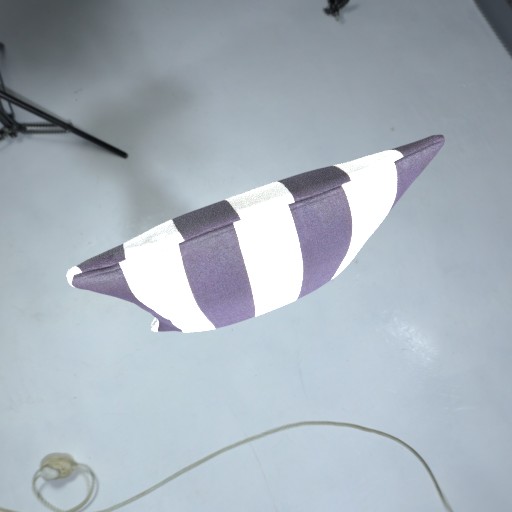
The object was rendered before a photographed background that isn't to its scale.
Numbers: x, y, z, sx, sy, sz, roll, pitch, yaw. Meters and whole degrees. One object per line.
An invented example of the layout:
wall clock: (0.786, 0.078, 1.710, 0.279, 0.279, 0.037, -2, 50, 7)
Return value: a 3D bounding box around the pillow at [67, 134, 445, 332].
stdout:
pillow: (0.000, 0.000, 0.816, 0.536, 0.526, 0.189, -22, 76, -6)
